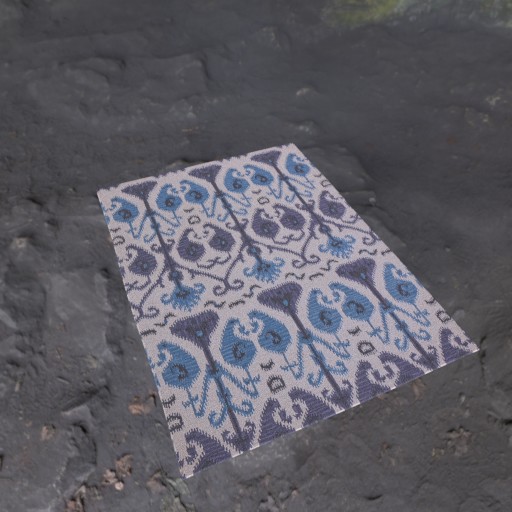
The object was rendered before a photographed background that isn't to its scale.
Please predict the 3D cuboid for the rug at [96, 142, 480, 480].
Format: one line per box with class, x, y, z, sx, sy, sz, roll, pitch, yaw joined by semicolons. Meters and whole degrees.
rug;0.000;0.000;2.884;1.676;0.013;2.261;-17;48;-16
